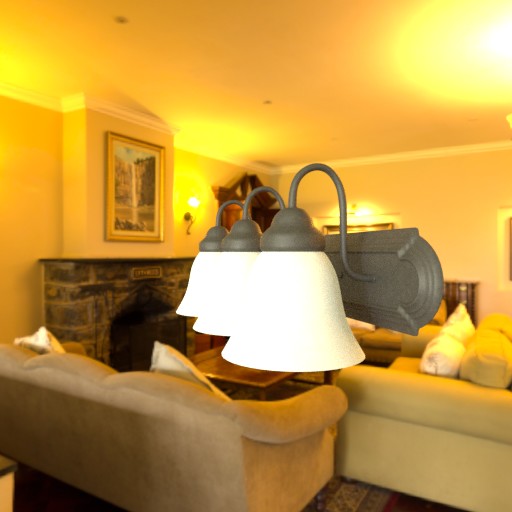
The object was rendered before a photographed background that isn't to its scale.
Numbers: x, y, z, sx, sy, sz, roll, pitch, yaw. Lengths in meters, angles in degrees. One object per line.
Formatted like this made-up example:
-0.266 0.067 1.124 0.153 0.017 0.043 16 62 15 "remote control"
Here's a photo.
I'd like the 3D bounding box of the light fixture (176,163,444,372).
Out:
0.000 0.000 0.703 0.199 0.222 0.610 0 0 -18 "light fixture"
